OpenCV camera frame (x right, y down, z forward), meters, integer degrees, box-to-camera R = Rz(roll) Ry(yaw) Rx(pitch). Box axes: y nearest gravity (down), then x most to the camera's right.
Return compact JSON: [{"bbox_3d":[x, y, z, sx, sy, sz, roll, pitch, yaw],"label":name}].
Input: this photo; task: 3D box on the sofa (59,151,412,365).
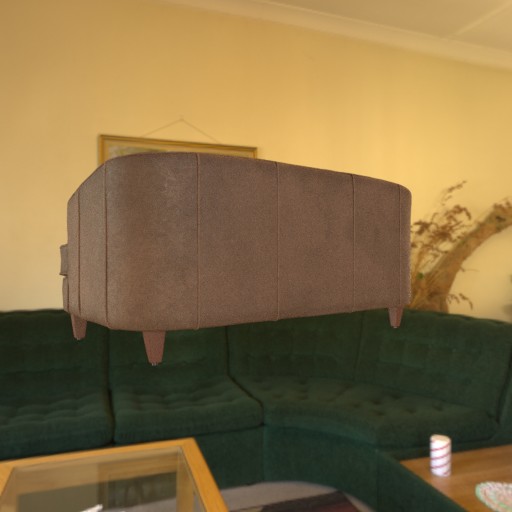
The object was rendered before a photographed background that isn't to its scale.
[{"bbox_3d":[0.000,0.000,2.313,1.767,0.799,0.917,0,0,-36],"label":"sofa"}]
